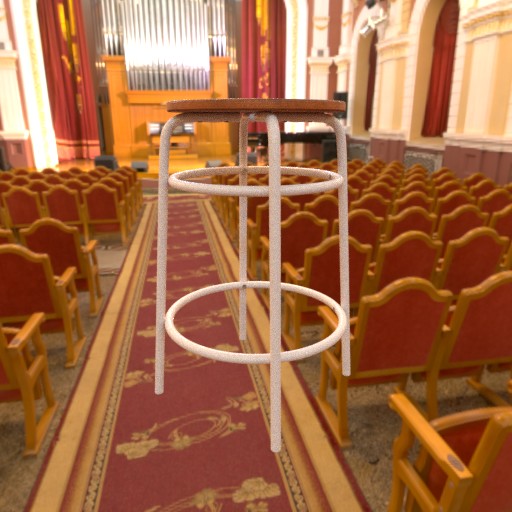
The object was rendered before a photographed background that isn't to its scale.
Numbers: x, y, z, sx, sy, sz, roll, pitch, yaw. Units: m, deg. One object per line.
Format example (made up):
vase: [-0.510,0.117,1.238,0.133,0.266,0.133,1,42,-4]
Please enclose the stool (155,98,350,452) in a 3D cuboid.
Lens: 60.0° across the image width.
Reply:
stool: [0.000,0.000,0.931,0.455,0.610,0.455,-3,17,-9]
